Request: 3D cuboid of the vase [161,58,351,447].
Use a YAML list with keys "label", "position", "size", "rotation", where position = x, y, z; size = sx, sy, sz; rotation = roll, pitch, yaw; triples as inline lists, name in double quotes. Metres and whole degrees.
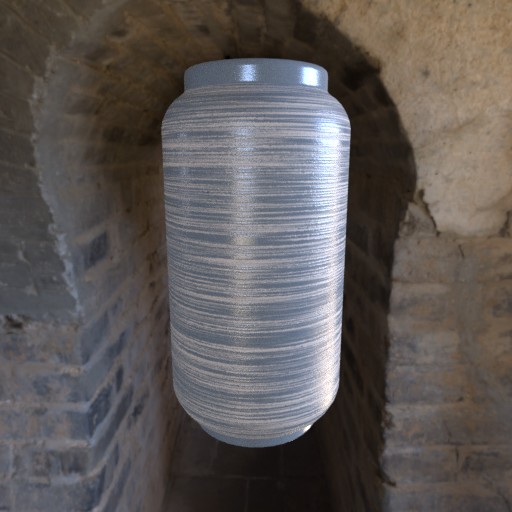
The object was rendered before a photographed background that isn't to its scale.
- label: "vase"
  position: [0.000, 0.000, 0.296]
  size: [0.116, 0.230, 0.116]
  rotation: [0, 13, 0]
